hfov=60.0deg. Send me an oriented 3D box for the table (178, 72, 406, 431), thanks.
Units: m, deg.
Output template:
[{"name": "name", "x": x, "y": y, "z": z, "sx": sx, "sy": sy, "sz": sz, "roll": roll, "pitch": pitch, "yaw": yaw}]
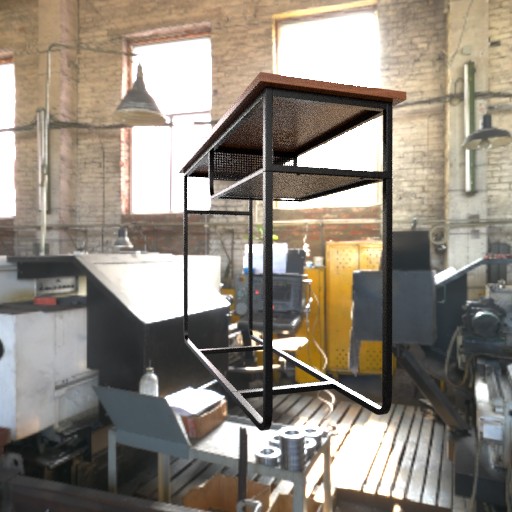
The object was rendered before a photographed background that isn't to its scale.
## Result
[{"name": "table", "x": 0.000, "y": 0.000, "z": 1.471, "sx": 0.350, "sy": 0.750, "sz": 1.100, "roll": 0, "pitch": 0, "yaw": -18}]
